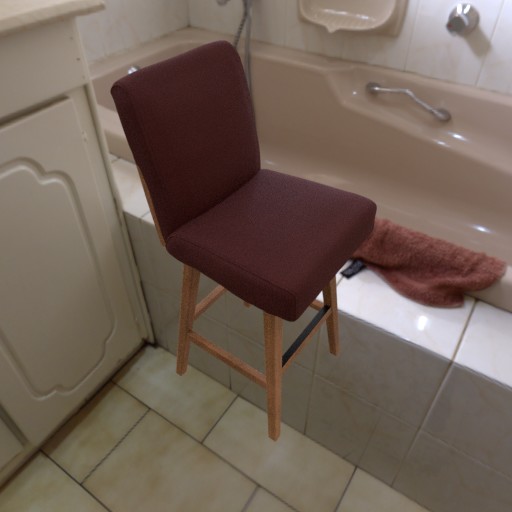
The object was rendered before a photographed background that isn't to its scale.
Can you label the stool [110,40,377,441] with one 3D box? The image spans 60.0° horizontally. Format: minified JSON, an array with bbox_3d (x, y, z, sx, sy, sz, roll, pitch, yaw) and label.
[{"bbox_3d":[0.000,0.000,1.374,0.562,1.093,0.468,26,48,26],"label":"stool"}]
